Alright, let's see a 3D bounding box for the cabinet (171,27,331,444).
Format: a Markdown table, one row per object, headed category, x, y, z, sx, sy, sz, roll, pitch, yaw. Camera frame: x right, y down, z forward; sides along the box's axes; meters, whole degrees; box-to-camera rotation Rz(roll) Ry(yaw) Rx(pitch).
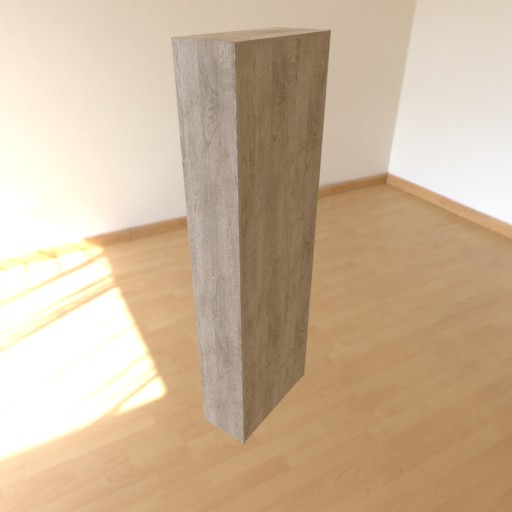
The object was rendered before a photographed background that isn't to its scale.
| category | x | y | z | sx | sy | sz | roll | pitch | yaw |
| --- | --- | --- | --- | --- | --- | --- | --- | --- | --- |
| cabinet | 0.000 | 0.000 | 1.810 | 0.250 | 1.630 | 0.520 | 21 | 37 | 31 |
